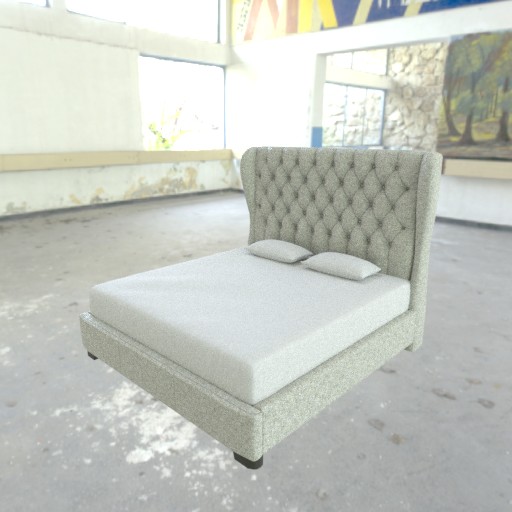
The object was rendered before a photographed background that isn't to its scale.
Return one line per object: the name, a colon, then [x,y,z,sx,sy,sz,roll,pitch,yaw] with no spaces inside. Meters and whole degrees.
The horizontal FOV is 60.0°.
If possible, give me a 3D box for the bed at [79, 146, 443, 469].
bed: [0.000,0.000,3.849,2.219,1.771,2.347,14,21,42]
